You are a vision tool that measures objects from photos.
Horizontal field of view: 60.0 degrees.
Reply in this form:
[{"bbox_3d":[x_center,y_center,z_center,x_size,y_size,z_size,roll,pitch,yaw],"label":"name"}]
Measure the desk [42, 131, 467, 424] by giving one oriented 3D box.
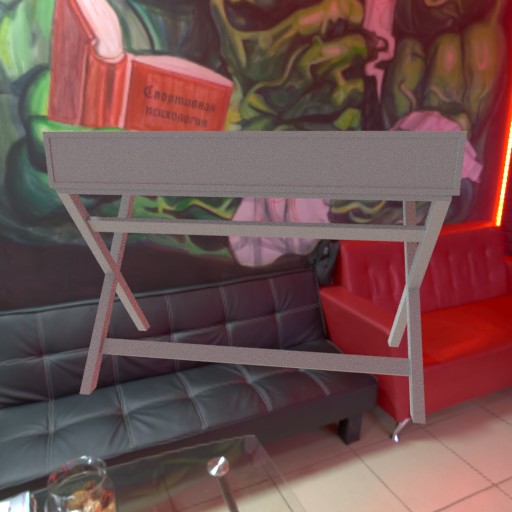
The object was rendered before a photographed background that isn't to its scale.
[{"bbox_3d":[0.000,0.000,1.444,1.057,0.780,0.525,2,16,8],"label":"desk"}]
